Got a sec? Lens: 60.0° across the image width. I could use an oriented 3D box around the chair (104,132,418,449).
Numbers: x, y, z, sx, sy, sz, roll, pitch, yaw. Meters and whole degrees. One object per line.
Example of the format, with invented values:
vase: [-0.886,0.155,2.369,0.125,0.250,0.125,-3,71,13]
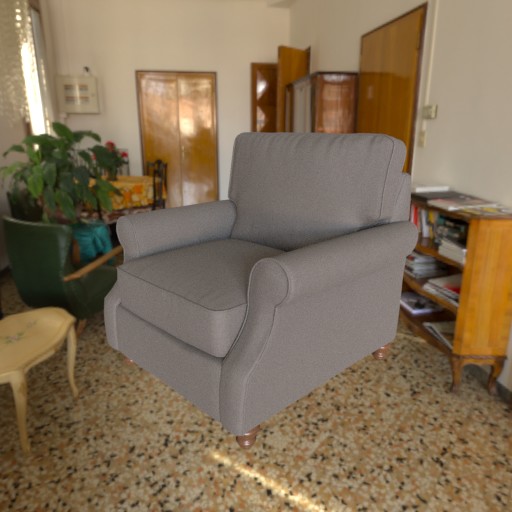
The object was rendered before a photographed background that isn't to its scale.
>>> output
chair: [0.000,0.000,1.810,0.966,0.967,1.029,-15,22,-42]
